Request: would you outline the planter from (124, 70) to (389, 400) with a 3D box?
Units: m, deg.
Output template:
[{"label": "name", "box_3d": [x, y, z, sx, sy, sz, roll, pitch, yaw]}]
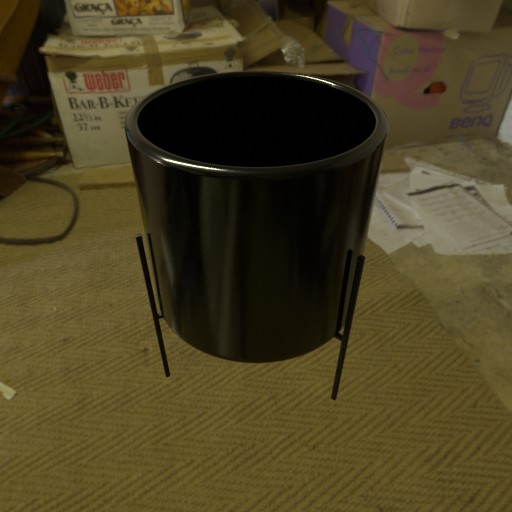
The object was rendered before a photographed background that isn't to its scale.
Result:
[{"label": "planter", "box_3d": [0.000, 0.000, 0.646, 0.310, 0.432, 0.310, -25, 46, -27]}]
